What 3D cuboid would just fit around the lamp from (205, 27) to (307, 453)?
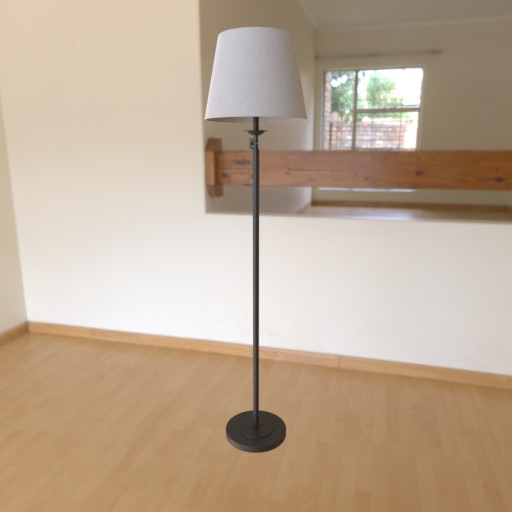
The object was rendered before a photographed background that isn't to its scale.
[{"bbox_3d":[0.000,0.000,1.621,0.348,1.473,0.348,-2,14,-9],"label":"lamp"}]
